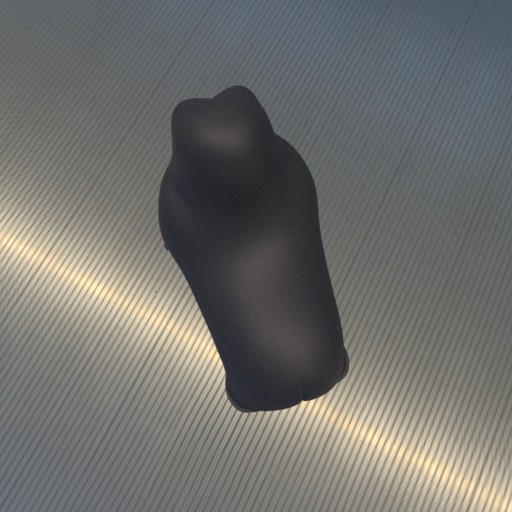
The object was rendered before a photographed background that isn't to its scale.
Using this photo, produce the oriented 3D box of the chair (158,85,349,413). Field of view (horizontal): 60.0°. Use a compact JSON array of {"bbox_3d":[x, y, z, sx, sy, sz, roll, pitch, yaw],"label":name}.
[{"bbox_3d":[0.000,0.000,1.113,0.490,0.600,0.758,-18,76,-5],"label":"chair"}]
